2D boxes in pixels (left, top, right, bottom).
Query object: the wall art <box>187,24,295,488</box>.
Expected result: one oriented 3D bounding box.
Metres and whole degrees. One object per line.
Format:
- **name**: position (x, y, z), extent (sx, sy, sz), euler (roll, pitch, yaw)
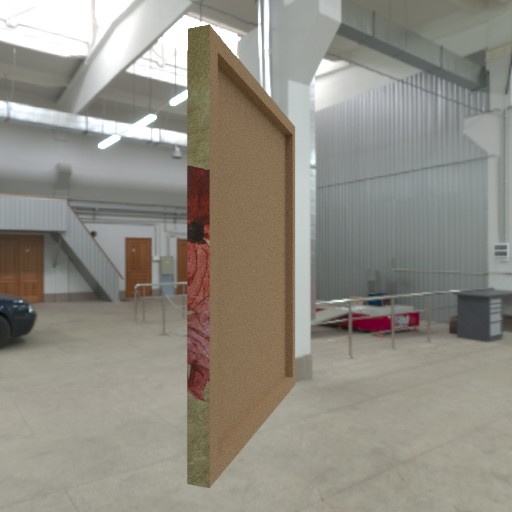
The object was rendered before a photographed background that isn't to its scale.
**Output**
- **wall art**: position (0.000, 0.000, 0.681), extent (0.028, 0.508, 0.406), euler (0, 0, 18)
